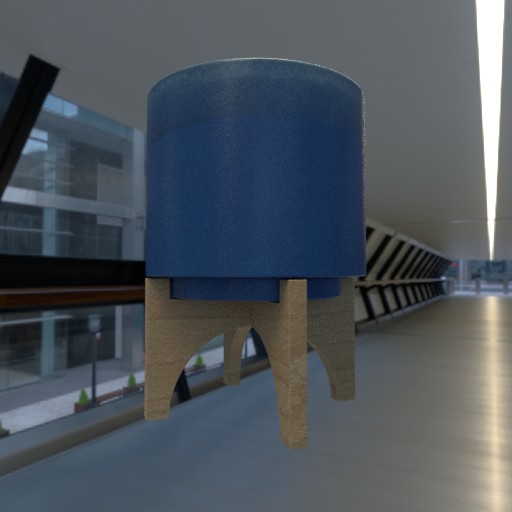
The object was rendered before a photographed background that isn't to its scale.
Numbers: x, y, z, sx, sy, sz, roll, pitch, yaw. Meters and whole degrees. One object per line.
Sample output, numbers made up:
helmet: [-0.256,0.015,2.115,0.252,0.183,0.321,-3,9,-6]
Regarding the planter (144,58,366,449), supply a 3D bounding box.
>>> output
planter: [0.000,0.000,0.542,0.261,0.367,0.261,0,-2,0]
